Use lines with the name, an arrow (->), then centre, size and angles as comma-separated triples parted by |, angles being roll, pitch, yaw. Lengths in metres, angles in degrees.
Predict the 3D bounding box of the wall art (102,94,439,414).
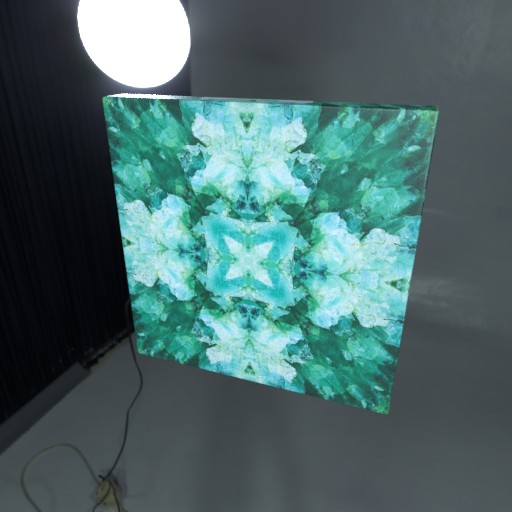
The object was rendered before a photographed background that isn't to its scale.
wall art -> 0.000, 0.000, 0.471 | 0.313, 0.313, 0.033 | 9, 27, 18
